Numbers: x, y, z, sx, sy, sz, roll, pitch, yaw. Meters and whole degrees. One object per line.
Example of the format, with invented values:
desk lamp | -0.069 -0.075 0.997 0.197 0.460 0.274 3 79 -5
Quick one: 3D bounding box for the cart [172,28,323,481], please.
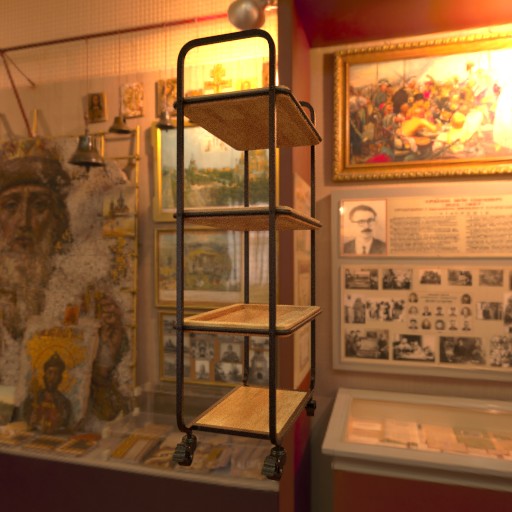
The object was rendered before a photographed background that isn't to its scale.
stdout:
cart | 0.000 0.000 1.317 0.321 1.080 0.545 0 0 18
